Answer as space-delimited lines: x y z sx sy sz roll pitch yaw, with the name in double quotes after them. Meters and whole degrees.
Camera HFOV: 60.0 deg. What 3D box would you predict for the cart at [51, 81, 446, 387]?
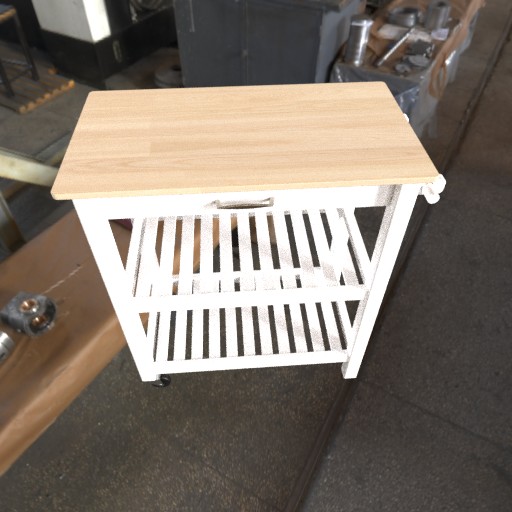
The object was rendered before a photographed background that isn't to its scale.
0.000 0.000 1.441 0.899 0.927 0.457 -3 47 -3 "cart"
